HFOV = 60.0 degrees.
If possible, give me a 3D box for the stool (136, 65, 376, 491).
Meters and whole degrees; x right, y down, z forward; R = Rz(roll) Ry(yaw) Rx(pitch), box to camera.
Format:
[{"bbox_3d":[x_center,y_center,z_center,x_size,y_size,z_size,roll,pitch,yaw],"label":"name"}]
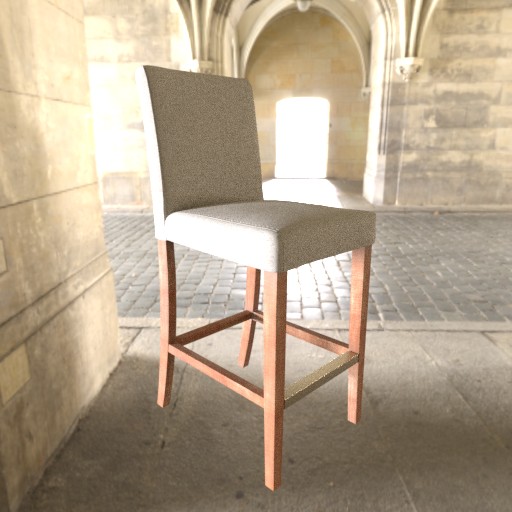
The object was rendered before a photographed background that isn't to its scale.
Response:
[{"bbox_3d":[0.000,0.000,1.347,0.570,1.088,0.439,14,20,43],"label":"stool"}]
